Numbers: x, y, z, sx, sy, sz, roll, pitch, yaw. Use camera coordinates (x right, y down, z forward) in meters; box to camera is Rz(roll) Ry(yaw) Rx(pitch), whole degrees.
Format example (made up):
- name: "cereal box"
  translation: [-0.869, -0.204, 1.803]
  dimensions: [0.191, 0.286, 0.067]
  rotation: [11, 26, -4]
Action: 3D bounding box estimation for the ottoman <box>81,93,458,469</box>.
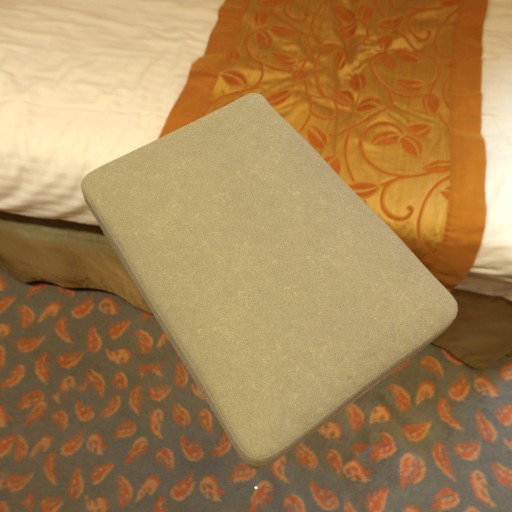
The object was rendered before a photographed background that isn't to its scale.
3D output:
- name: "ottoman"
  translation: [0.000, 0.000, 1.631]
  dimensions: [0.840, 0.429, 1.199]
  rotation: [-31, 67, -15]
